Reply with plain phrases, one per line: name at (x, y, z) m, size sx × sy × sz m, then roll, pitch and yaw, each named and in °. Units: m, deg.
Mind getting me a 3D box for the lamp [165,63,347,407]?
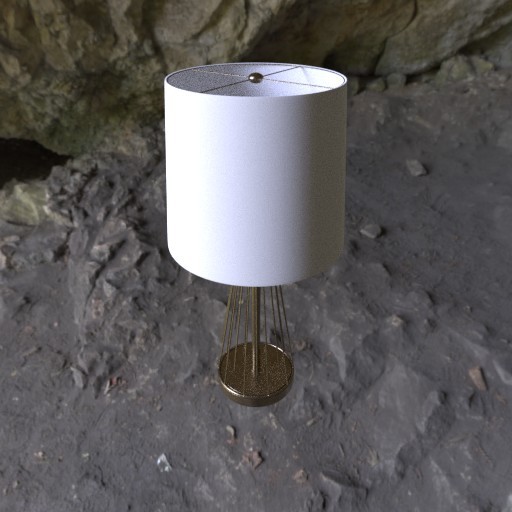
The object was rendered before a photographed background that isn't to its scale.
lamp at (0.000, 0.000, 0.797) m, size 0.303 × 0.618 × 0.303 m, roll 0°, pitch 32°, yaw 0°
